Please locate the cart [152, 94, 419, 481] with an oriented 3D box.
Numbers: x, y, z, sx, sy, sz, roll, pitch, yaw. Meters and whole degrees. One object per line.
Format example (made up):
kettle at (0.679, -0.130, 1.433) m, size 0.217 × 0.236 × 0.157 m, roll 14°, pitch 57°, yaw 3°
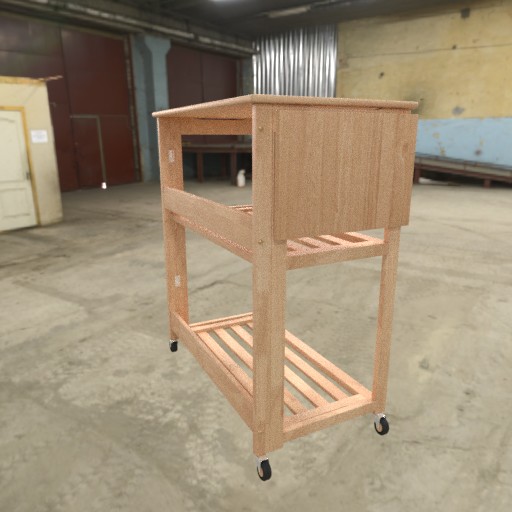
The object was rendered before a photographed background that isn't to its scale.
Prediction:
cart at (0.000, 0.000, 1.391) m, size 0.432 × 0.879 × 0.853 m, roll -8°, pitch 17°, yaw -26°
